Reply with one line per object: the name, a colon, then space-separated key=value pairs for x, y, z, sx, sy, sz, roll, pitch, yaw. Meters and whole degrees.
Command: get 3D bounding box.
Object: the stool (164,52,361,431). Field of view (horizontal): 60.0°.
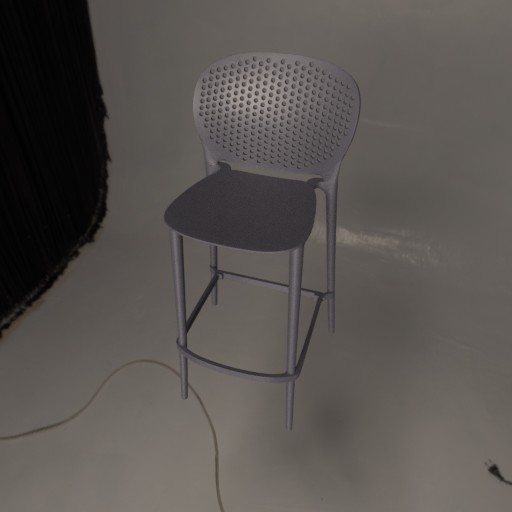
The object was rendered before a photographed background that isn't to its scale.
stool: x=0.000 y=0.000 z=1.373 sx=0.536 sy=1.045 sz=0.535 roll=12 pitch=42 yaw=13
